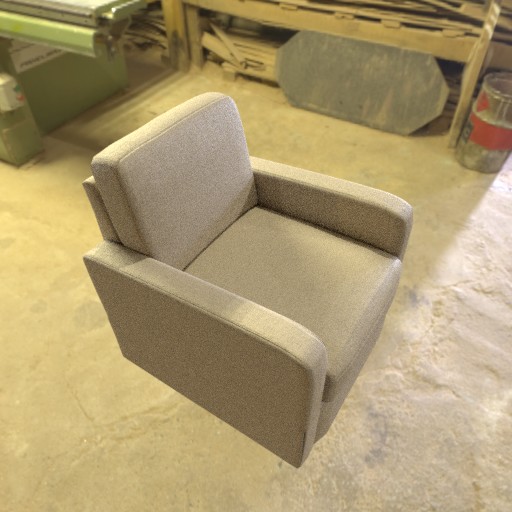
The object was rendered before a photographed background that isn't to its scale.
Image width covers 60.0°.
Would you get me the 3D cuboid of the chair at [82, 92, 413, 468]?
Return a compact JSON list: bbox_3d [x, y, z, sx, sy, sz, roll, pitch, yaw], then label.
[{"bbox_3d":[0.000,0.000,1.490,0.888,0.827,0.755,24,48,23],"label":"chair"}]
